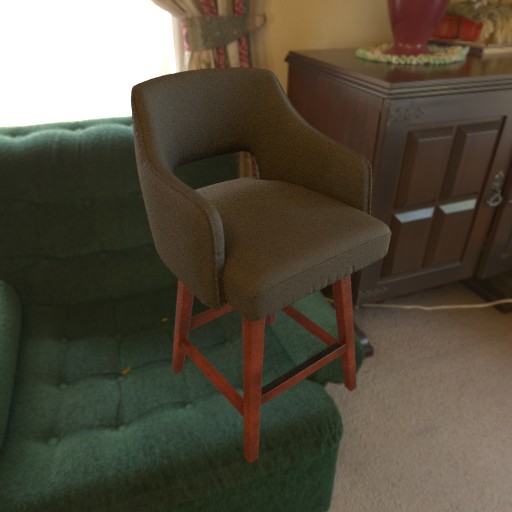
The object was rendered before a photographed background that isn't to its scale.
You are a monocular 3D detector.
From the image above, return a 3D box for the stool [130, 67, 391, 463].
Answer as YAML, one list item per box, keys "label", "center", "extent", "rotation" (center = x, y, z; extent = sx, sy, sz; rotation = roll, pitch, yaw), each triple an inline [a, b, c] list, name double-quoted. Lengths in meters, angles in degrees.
- label: "stool"
  center: [0.000, 0.000, 1.242]
  extent: [0.548, 0.912, 0.558]
  rotation: [-22, 38, -32]
